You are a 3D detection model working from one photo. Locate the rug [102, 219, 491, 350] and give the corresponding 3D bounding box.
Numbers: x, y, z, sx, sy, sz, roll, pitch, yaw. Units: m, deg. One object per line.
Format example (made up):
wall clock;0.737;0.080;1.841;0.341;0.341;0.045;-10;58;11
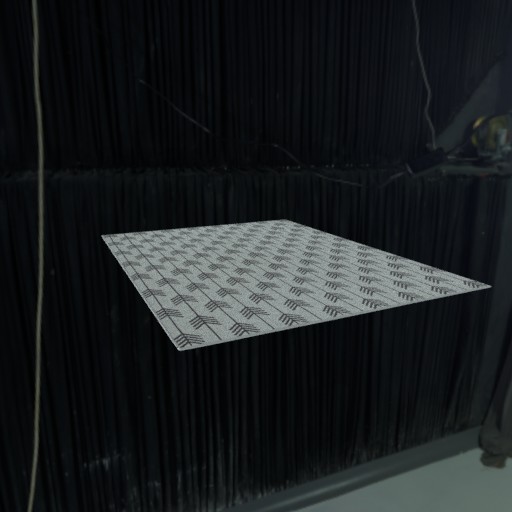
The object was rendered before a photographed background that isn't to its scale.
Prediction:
rug;0.000;0.000;4.058;2.330;0.010;3.061;-7;16;-25
